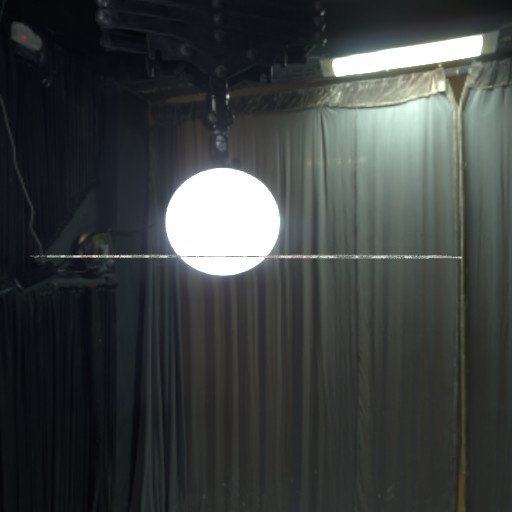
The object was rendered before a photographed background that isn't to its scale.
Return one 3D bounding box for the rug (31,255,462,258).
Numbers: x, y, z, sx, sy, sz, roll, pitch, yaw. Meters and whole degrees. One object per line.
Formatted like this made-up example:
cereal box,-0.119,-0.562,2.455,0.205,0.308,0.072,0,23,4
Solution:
rug,0.000,0.000,2.319,1.829,0.010,1.219,0,0,17
